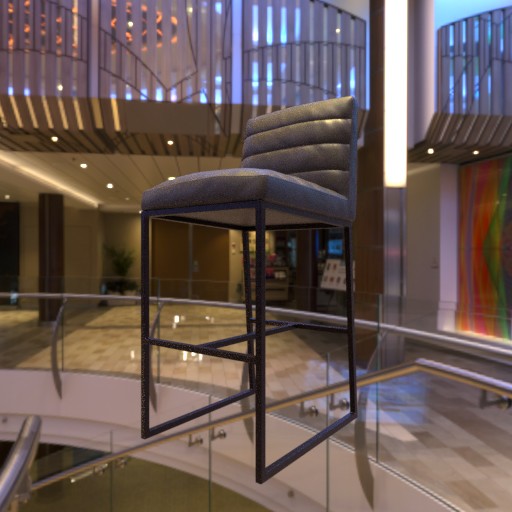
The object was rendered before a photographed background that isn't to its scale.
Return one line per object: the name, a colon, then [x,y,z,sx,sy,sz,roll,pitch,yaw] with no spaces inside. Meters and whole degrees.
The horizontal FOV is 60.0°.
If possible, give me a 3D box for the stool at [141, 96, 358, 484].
stool: [0.000,0.000,1.379,0.463,1.065,0.562,0,0,37]
